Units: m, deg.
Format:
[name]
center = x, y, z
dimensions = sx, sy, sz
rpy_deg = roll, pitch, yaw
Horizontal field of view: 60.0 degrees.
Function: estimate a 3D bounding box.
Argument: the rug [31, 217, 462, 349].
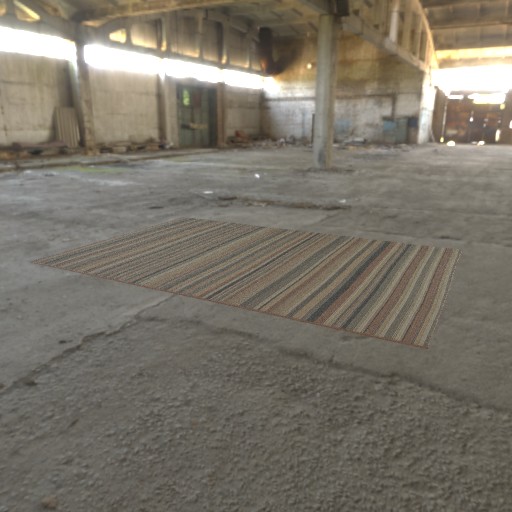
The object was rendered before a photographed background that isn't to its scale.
[rug]
center = 0.000, 0.000, 2.249
dimensions = 1.829, 0.008, 1.219
rpy_deg = 9, 19, 27
